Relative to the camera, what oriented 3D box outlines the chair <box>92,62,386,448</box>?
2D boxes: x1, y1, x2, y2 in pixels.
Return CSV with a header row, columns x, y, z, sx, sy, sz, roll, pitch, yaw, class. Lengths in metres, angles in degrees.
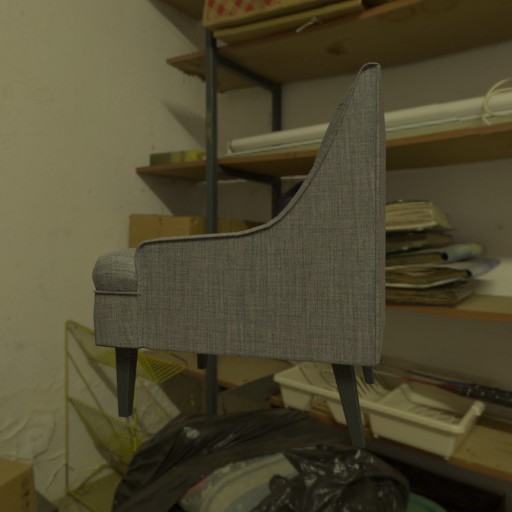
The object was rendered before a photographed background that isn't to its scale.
x,y,z,sx,sy,sz,roll,pitch,yaw,class
0.000,0.000,1.394,0.771,0.891,0.655,0,1,17,chair
